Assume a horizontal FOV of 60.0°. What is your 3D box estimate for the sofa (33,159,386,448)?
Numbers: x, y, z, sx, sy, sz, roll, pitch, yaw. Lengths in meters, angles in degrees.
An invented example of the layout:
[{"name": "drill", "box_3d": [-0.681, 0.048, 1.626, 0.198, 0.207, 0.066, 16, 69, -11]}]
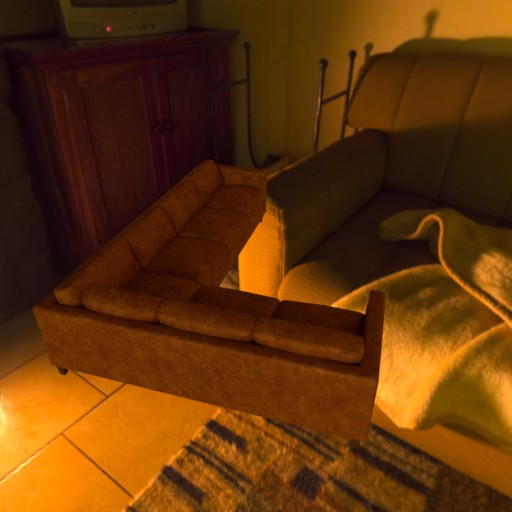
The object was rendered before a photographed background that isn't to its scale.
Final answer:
[{"name": "sofa", "box_3d": [0.000, 0.000, 4.316, 2.438, 0.838, 3.150, 9, 33, 14]}]
